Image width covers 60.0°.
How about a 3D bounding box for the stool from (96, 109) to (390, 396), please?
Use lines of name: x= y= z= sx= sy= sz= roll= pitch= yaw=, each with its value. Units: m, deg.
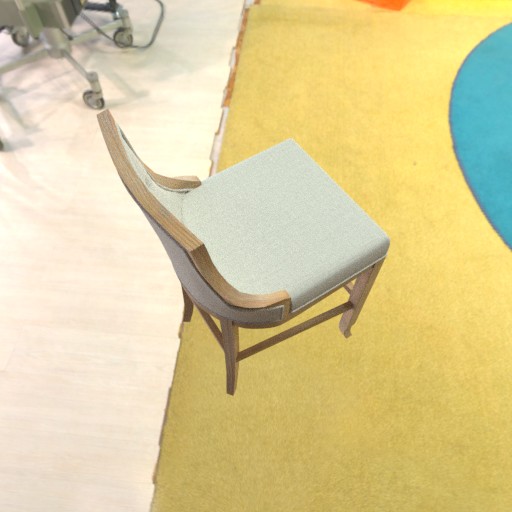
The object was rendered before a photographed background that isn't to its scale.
stool: x=0.000 y=0.000 z=1.433 sx=0.626 sy=1.101 sz=0.524 roll=-29 pitch=62 yaw=-17
